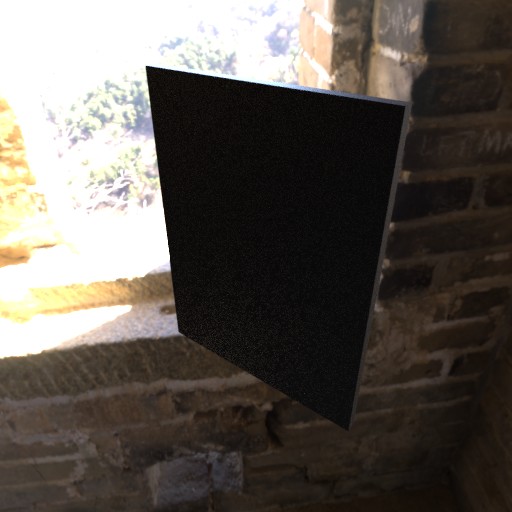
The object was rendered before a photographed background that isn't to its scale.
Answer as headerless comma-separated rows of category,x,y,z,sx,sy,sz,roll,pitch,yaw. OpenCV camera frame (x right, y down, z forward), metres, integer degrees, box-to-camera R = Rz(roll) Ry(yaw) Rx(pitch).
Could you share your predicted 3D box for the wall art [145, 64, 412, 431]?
wall art,0.000,0.000,1.419,0.806,1.062,0.038,22,39,31
